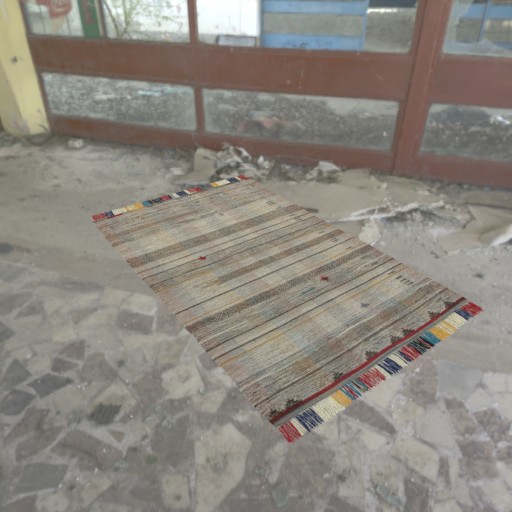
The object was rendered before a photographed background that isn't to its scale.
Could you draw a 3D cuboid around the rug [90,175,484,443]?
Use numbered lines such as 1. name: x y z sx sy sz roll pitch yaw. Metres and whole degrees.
1. rug: 0.000 0.000 2.973 1.465 0.012 2.465 -21 38 -30
